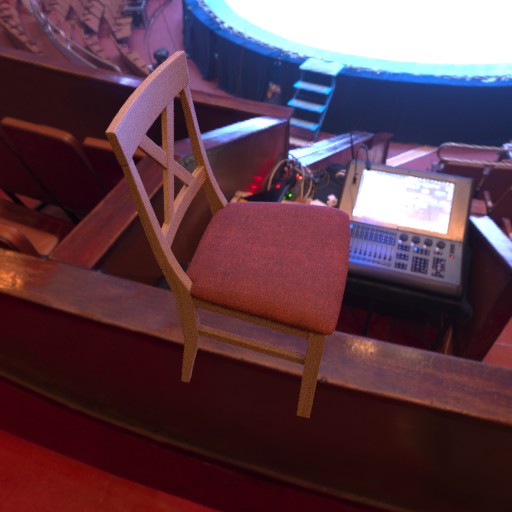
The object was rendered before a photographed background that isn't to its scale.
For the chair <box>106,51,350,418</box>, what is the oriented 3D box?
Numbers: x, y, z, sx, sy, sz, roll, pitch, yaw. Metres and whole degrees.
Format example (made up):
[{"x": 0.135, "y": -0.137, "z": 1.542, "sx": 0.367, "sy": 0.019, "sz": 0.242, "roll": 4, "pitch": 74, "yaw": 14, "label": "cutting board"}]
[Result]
[{"x": 0.000, "y": 0.000, "z": 1.204, "sx": 0.492, "sy": 0.912, "sz": 0.439, "roll": 9, "pitch": 47, "yaw": 9, "label": "chair"}]
